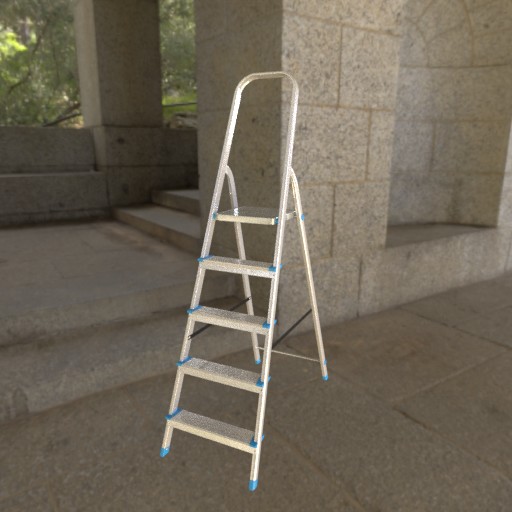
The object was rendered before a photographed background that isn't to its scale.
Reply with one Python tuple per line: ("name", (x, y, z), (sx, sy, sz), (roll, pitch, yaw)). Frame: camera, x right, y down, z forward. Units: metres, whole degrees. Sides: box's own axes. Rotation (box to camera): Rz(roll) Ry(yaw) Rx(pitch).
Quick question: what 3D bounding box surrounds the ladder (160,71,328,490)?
("ladder", (0.000, 0.000, 2.087), (0.468, 1.648, 0.990), (7, 16, 25))
